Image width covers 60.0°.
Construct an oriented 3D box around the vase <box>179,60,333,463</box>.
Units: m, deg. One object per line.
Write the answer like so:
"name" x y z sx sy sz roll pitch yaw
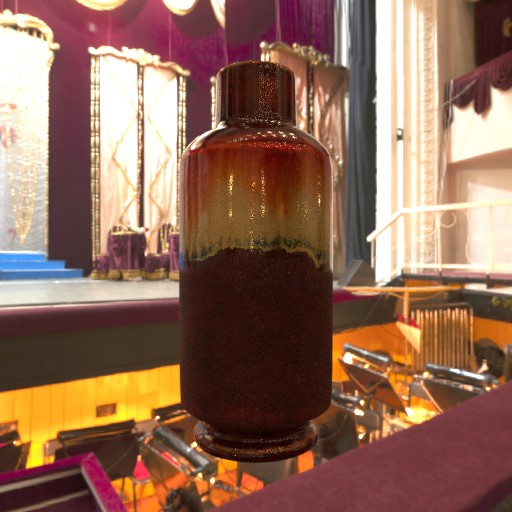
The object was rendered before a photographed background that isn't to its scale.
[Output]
"vase" 0.000 0.000 0.323 0.111 0.261 0.111 0 0 0
